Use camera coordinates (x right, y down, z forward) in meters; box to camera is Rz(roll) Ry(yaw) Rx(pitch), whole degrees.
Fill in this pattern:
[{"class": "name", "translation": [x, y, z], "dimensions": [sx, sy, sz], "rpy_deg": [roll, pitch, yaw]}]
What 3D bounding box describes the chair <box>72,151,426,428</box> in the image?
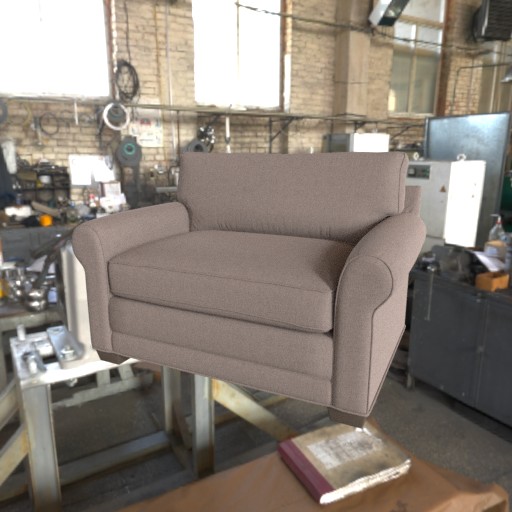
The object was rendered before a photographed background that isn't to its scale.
[{"class": "chair", "translation": [0.000, 0.000, 2.022], "dimensions": [1.390, 0.930, 0.930], "rpy_deg": [6, 14, 25]}]
